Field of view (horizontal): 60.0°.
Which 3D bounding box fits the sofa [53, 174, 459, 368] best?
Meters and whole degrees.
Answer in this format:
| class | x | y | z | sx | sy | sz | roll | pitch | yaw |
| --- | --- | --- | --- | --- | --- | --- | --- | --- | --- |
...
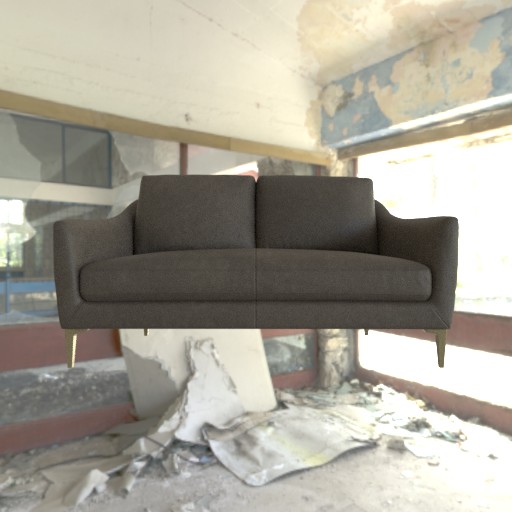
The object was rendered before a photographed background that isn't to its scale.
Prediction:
| class | x | y | z | sx | sy | sz | roll | pitch | yaw |
| --- | --- | --- | --- | --- | --- | --- | --- | --- | --- |
| sofa | 0.000 | 0.000 | 2.210 | 1.619 | 0.902 | 0.960 | 0 | 0 | 0 |
